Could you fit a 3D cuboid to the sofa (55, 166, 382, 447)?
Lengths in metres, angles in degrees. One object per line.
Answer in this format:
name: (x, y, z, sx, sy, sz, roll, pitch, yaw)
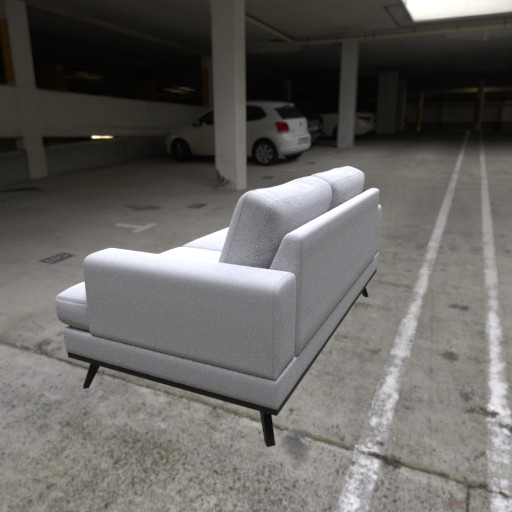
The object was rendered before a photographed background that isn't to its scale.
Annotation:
sofa: (0.000, 0.000, 2.177, 0.920, 0.810, 1.650, 7, 17, 24)
